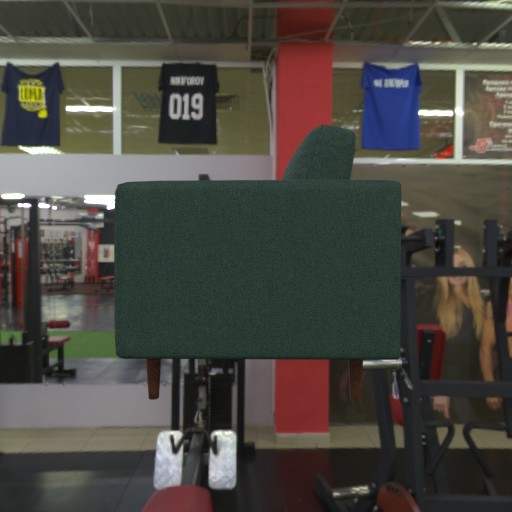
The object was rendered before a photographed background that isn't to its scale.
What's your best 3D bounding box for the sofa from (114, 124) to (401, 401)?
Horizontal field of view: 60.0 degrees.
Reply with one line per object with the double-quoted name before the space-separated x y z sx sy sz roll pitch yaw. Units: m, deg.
"sofa" 0.000 0.000 2.020 0.879 0.899 1.430 0 1 1
